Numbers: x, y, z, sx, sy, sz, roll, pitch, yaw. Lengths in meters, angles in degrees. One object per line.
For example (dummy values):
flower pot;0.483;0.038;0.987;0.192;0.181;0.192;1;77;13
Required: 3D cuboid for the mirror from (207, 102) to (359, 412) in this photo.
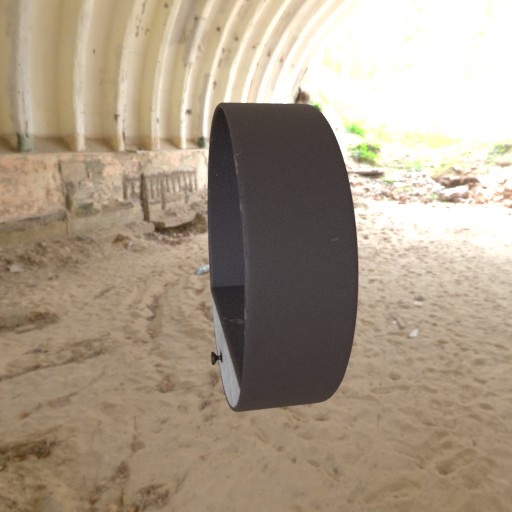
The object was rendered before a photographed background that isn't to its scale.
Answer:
mirror;0.000;0.000;0.591;0.126;0.386;0.386;-3;14;-11
